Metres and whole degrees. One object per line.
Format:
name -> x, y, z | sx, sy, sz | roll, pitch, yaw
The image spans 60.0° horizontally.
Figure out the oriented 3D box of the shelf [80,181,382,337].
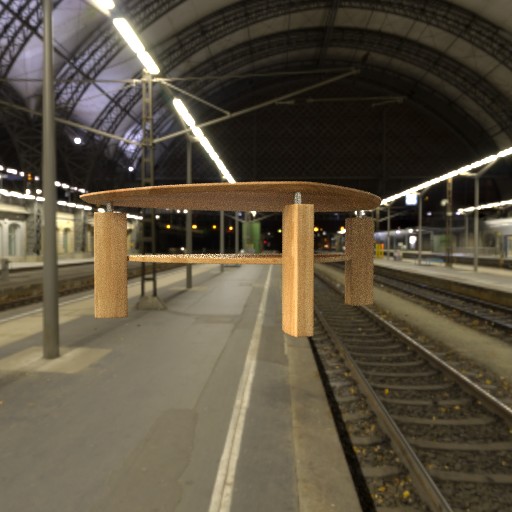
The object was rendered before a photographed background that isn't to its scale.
shelf -> 0.000, 0.000, 1.658 | 1.240, 0.439, 0.863 | -1, 2, -19
